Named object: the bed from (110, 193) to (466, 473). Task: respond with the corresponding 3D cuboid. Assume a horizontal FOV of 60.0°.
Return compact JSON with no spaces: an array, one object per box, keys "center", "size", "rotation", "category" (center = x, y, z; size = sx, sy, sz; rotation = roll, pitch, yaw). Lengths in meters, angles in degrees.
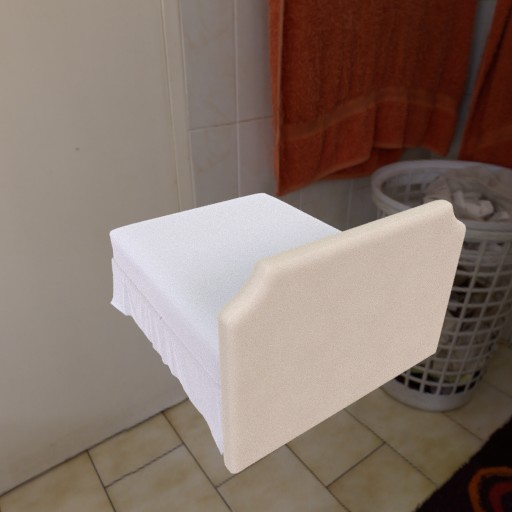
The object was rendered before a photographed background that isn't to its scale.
[{"center":[0.000,0.000,3.400],"size":[1.827,1.296,2.209],"rotation":[-18,34,-30],"category":"bed"}]
